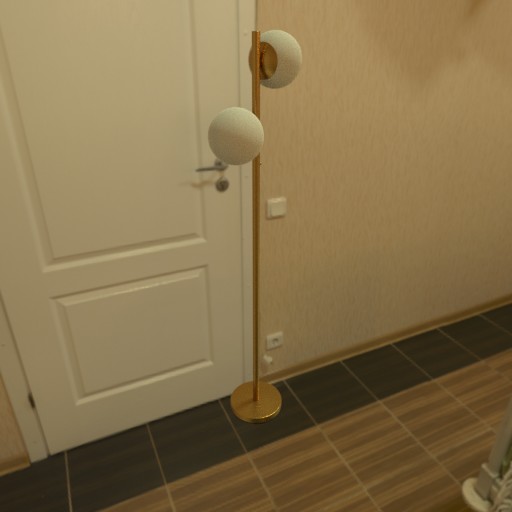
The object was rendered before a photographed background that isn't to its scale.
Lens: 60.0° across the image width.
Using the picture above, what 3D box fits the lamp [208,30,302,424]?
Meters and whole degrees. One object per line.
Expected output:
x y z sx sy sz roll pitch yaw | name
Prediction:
0.000 0.000 1.806 0.249 1.641 0.419 18 32 31 | lamp
